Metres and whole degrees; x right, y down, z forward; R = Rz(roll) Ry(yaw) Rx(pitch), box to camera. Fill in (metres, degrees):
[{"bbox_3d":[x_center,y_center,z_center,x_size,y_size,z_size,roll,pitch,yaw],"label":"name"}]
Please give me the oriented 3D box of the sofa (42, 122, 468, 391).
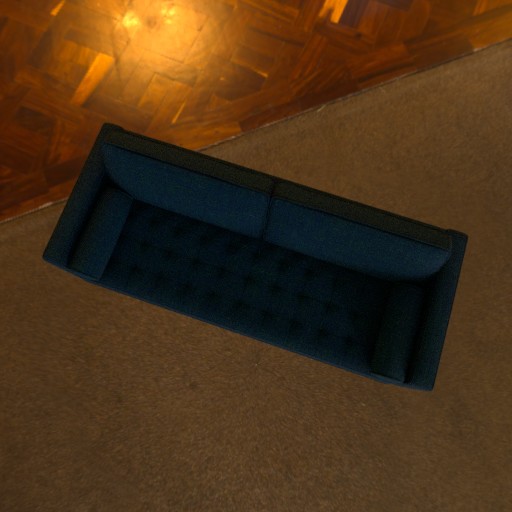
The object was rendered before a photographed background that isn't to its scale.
[{"bbox_3d":[0.000,0.000,2.624,2.210,0.762,0.914,18,77,4],"label":"sofa"}]
